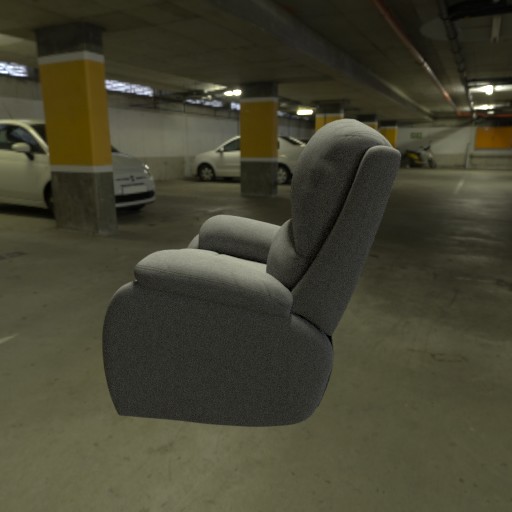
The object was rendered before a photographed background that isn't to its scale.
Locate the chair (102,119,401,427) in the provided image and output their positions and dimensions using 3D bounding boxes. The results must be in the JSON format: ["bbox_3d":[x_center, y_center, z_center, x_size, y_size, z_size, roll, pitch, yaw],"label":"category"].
[{"bbox_3d":[0.000,0.000,1.722,0.899,1.011,0.930,2,14,8],"label":"chair"}]
